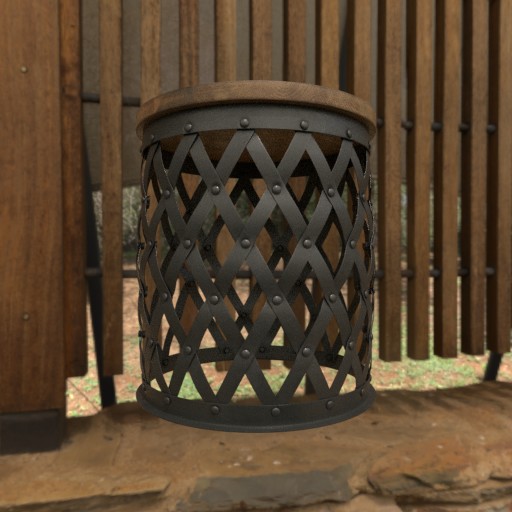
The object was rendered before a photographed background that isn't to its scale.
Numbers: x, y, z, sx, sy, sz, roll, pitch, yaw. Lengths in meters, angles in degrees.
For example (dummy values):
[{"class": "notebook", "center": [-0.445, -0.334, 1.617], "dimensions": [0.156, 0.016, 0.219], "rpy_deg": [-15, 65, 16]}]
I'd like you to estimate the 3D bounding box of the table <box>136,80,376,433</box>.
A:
[{"class": "table", "center": [0.000, 0.000, 0.772], "dimensions": [0.405, 0.454, 0.405], "rpy_deg": [0, 0, 0]}]
